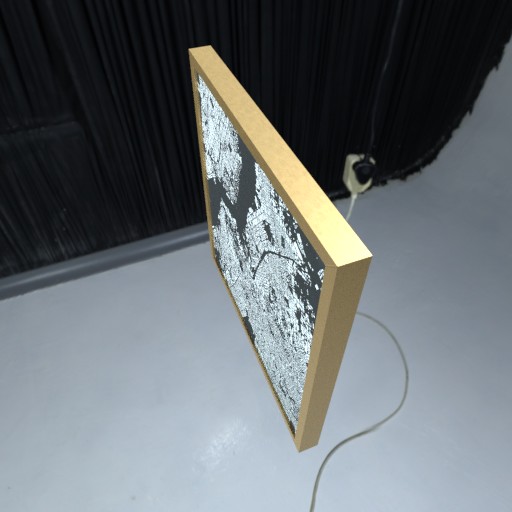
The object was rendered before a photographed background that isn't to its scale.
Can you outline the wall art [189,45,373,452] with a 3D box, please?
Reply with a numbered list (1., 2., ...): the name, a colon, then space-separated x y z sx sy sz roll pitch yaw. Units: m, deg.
1. wall art: 0.000 0.000 1.930 0.095 1.284 1.284 -16 50 -14
